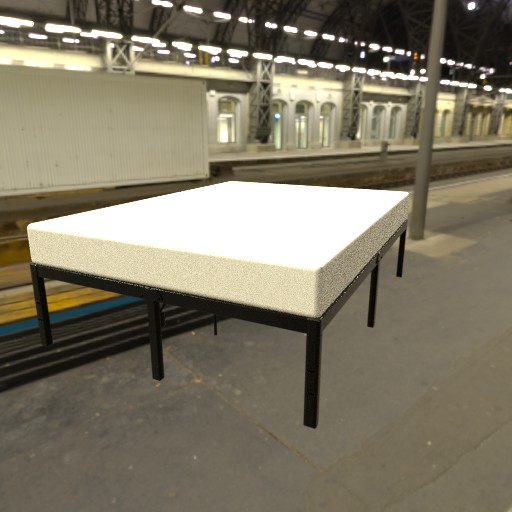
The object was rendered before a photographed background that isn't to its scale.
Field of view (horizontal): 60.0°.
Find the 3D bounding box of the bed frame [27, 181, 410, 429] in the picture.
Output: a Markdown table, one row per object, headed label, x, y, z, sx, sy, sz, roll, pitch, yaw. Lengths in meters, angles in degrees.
| label | x | y | z | sx | sy | sz | roll | pitch | yaw |
| --- | --- | --- | --- | --- | --- | --- | --- | --- | --- |
| bed frame | 0.000 | 0.000 | 2.832 | 1.557 | 0.659 | 2.072 | 8 | 18 | 26 |
